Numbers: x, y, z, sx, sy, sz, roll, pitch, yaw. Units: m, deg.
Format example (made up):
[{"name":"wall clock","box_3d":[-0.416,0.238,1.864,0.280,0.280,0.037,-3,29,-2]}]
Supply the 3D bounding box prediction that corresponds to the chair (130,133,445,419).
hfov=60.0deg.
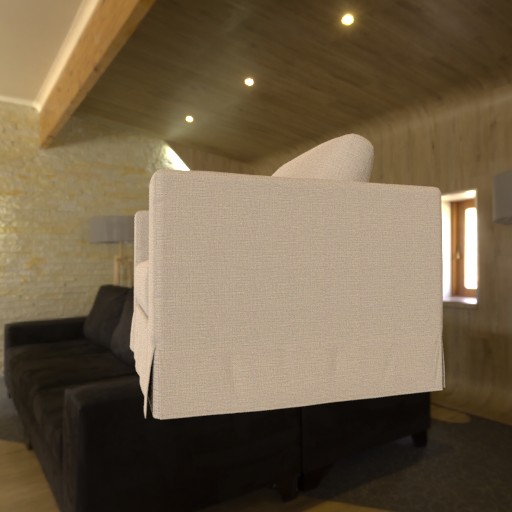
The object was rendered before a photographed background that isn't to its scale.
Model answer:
[{"name":"chair","box_3d":[0.000,0.000,1.828,0.957,0.878,1.150,0,-1,-18]}]
